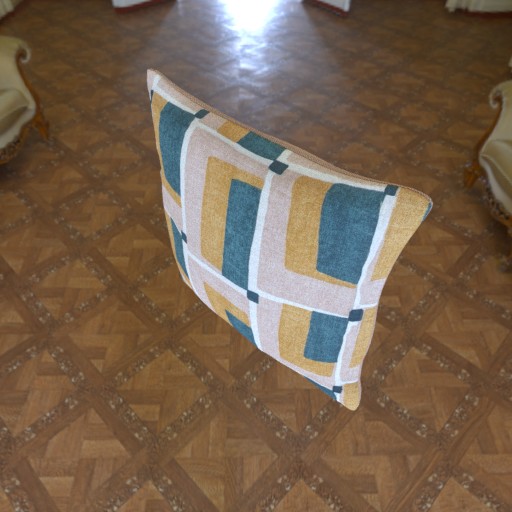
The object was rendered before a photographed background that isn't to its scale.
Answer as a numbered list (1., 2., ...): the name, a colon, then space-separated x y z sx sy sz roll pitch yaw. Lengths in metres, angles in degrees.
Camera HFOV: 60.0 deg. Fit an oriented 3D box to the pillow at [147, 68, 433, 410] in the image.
1. pillow: 0.000 0.000 0.731 0.478 0.479 0.158 34 54 29
